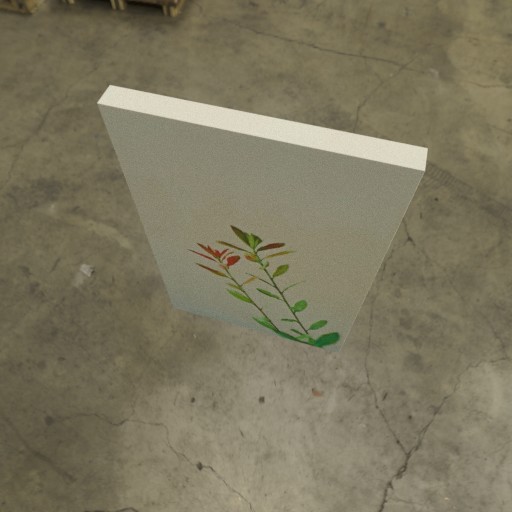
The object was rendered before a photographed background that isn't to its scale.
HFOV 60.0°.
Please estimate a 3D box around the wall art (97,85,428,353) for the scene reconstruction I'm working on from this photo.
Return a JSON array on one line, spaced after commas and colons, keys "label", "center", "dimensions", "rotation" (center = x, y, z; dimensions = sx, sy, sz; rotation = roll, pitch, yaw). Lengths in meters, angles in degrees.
[{"label": "wall art", "center": [0.000, 0.000, 0.800], "dimensions": [0.408, 0.611, 0.038], "rotation": [14, 59, 8]}]
